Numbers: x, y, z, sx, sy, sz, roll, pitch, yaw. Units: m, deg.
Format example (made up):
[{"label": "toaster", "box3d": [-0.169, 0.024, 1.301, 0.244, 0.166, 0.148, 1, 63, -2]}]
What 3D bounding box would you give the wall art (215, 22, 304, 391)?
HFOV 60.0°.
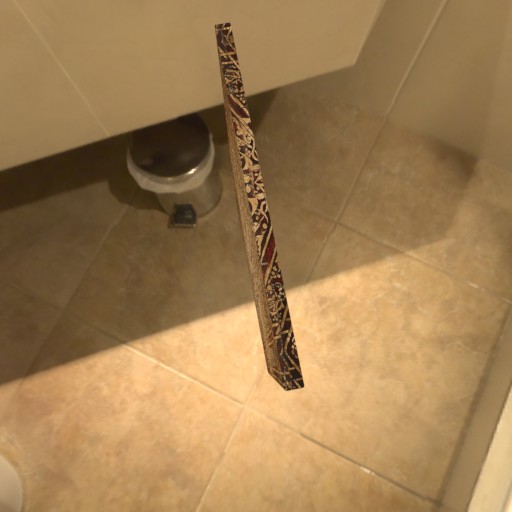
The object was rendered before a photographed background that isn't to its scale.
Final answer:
[{"label": "wall art", "box3d": [0.000, 0.000, 0.740, 0.020, 0.599, 0.397, -10, 77, -2]}]
